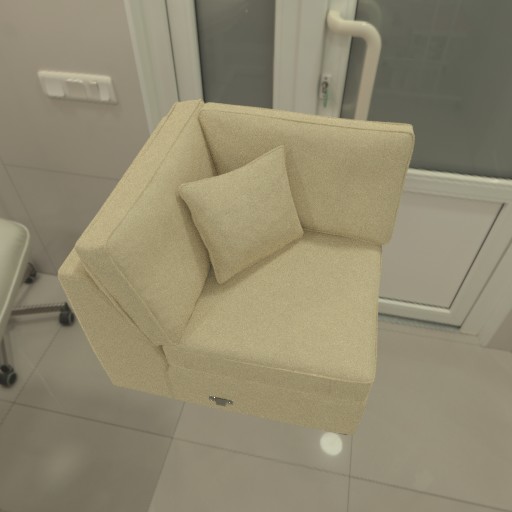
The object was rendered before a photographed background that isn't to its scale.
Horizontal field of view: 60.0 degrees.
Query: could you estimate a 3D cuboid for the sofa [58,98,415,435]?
[{"bbox_3d":[0.000,0.000,1.946,1.146,1.002,1.084,9,47,8],"label":"sofa"}]
